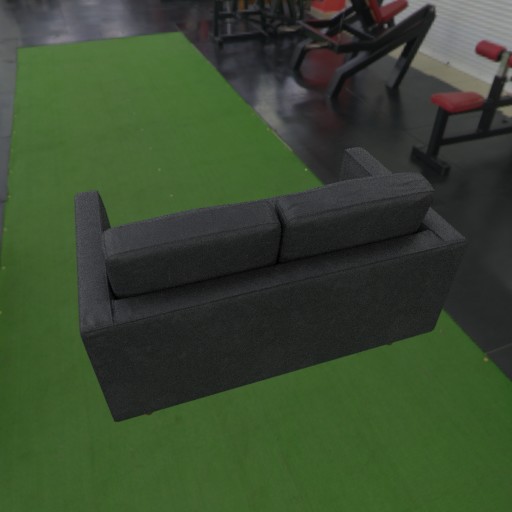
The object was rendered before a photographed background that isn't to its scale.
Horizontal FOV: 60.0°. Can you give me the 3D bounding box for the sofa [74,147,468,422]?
[{"bbox_3d":[0.000,0.000,1.988,1.430,0.899,0.879,-12,42,-14],"label":"sofa"}]
